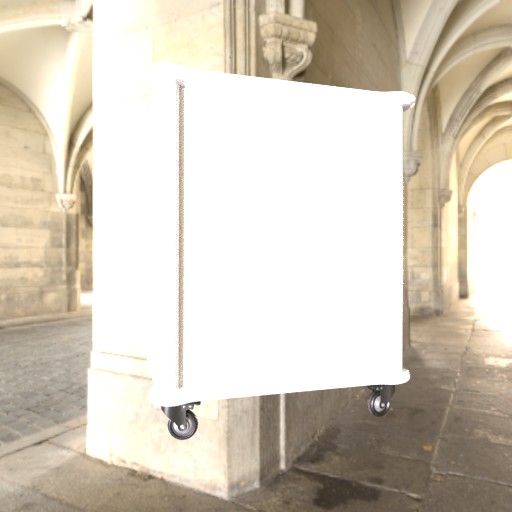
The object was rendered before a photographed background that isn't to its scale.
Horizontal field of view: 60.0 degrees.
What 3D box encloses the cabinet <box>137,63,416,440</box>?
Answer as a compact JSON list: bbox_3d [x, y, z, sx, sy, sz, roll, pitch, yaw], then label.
[{"bbox_3d":[0.000,0.000,1.237,0.627,0.761,0.628,0,0,-17],"label":"cabinet"}]
